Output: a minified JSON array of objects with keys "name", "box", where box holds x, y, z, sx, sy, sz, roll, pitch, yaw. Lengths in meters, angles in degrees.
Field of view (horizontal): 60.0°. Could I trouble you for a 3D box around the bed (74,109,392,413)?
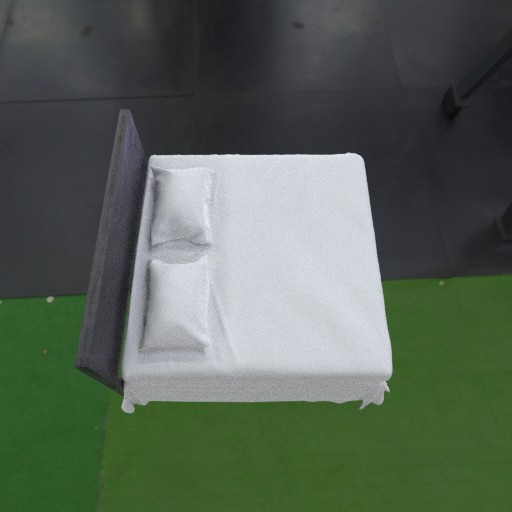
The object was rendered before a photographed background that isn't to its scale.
[{"name":"bed","box":[0.000,0.000,3.551,2.165,1.158,2.255,0,64,0]}]
